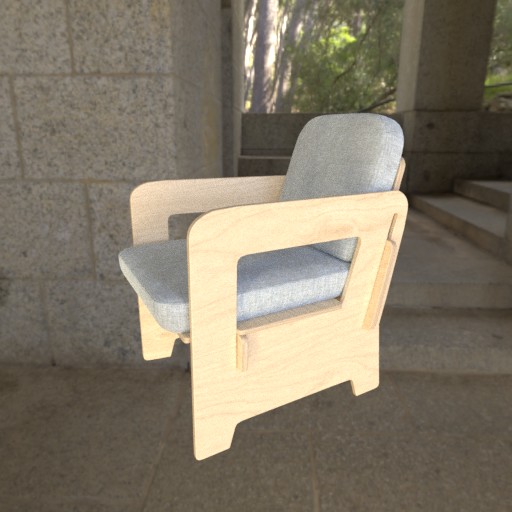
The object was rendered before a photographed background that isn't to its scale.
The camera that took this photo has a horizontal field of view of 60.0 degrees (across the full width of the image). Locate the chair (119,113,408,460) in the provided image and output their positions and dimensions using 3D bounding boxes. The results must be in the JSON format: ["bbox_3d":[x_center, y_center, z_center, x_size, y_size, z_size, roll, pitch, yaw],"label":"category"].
[{"bbox_3d":[0.000,0.000,1.295,0.710,0.800,0.590,-8,18,-25],"label":"chair"}]
